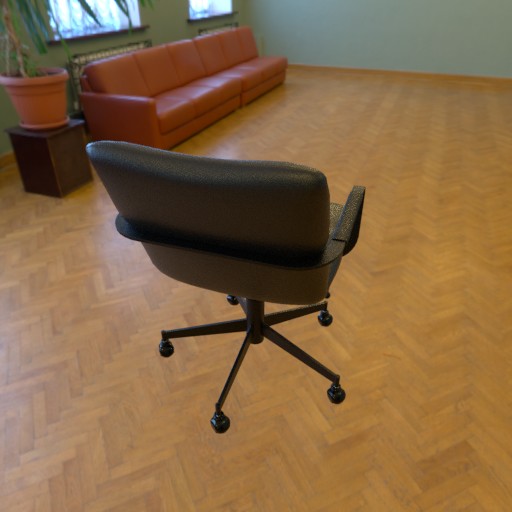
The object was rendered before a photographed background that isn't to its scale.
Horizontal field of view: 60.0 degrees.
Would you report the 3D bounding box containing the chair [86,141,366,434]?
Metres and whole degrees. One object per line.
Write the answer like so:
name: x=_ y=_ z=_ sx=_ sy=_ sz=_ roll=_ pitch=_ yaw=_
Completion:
chair: x=0.000 y=0.000 z=1.463 sx=0.719 sy=0.922 sz=0.748 roll=11 pitch=34 yaw=17
